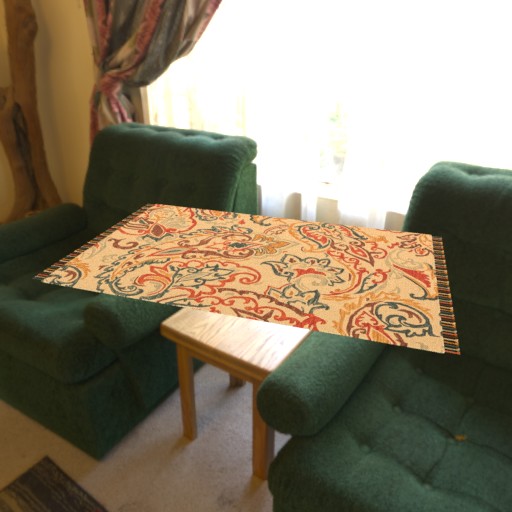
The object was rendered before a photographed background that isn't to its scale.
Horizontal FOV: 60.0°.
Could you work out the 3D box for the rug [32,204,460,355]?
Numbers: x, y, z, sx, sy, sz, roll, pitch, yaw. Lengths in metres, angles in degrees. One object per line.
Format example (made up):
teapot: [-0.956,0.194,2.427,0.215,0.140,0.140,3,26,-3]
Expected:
rug: [0.000,0.000,3.183,2.584,0.010,1.523,8,27,15]
